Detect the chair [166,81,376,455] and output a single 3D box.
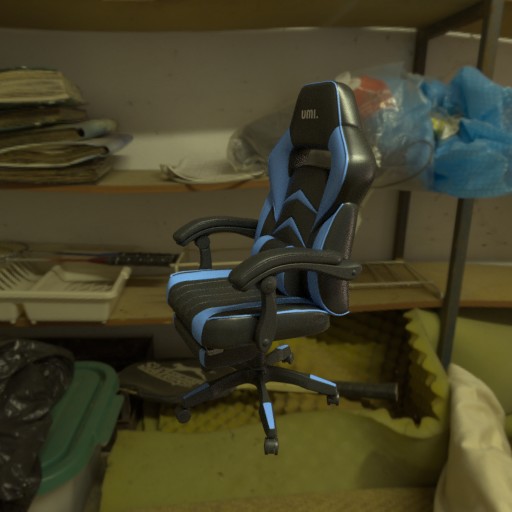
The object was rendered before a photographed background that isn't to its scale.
[{"bbox_3d":[0.000,0.000,1.718,0.700,1.280,0.700,-8,18,-25],"label":"chair"}]
